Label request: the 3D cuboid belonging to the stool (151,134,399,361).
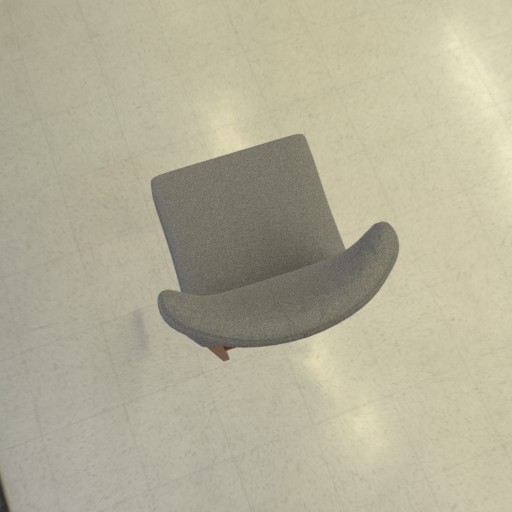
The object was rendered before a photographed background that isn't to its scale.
[{"bbox_3d":[0.000,0.000,1.343,0.481,1.069,0.568,-18,77,-4],"label":"stool"}]
